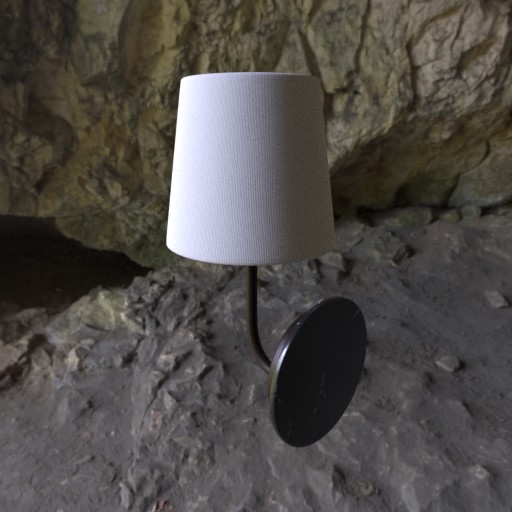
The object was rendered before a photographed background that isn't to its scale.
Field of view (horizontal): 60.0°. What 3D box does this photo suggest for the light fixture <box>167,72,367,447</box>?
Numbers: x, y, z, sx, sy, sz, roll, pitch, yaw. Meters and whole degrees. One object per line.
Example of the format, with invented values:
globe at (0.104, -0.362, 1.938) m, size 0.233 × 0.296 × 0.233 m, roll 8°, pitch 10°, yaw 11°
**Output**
light fixture at (0.000, 0.000, 0.453) m, size 0.188 × 0.337 × 0.168 m, roll 16°, pitch 23°, yaw 43°
